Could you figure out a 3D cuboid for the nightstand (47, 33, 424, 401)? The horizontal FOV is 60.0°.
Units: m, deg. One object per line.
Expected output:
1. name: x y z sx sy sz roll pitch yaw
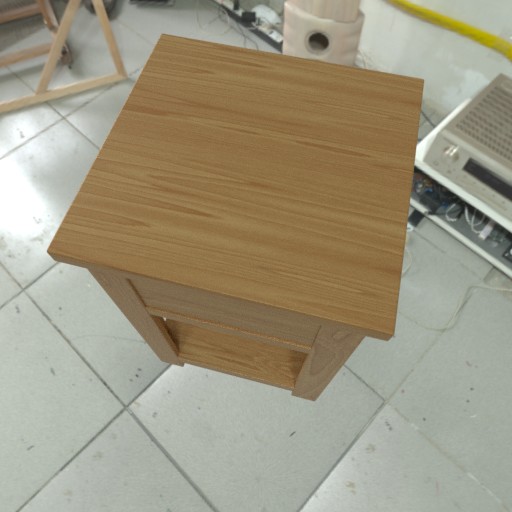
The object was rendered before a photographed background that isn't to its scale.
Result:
1. nightstand: 0.000 0.000 0.885 0.428 0.614 0.418 13 64 6
